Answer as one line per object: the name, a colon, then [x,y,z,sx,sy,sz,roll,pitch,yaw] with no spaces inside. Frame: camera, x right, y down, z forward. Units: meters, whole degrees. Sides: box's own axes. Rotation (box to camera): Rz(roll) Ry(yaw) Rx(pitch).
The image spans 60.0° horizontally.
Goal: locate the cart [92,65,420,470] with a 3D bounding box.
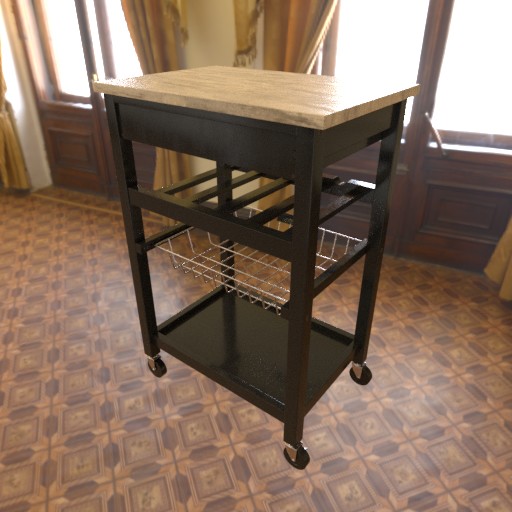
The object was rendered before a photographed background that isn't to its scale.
cart: [0.000,0.000,1.144,0.584,0.839,0.403,21,35,32]
